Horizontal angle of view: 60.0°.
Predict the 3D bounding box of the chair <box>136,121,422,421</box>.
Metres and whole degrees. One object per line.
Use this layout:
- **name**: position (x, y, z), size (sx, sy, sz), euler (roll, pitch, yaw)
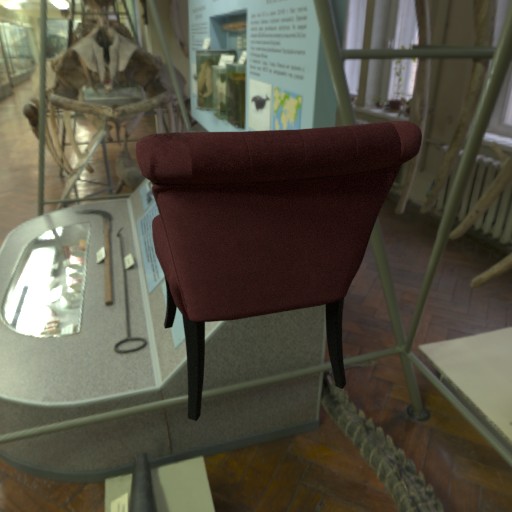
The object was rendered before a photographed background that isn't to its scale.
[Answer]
- **chair**: position (0.000, 0.000, 1.203), size (0.582, 0.750, 0.605), euler (-7, 26, -15)
